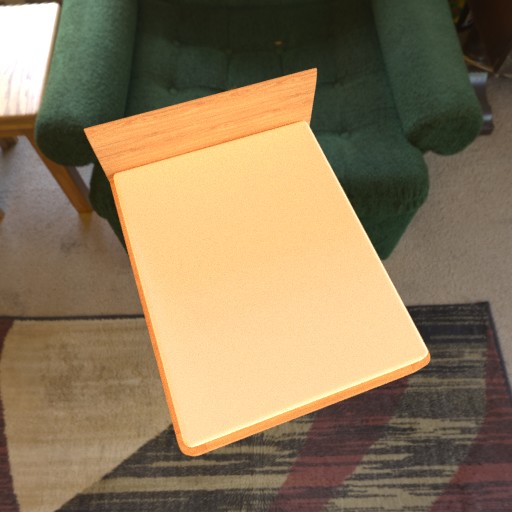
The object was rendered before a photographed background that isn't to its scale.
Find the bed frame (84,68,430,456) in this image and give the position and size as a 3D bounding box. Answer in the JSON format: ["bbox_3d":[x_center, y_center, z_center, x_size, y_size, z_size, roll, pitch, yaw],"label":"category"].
[{"bbox_3d":[0.000,0.000,3.034,1.660,0.940,2.092,-18,66,-8],"label":"bed frame"}]
